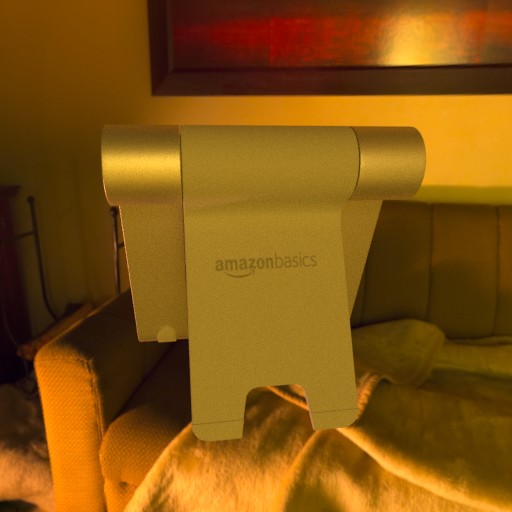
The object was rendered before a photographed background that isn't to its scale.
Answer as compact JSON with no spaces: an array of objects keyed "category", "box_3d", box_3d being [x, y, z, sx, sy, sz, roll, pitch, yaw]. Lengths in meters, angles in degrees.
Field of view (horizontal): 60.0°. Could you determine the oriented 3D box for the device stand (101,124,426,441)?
[{"category":"device stand","box_3d":[0.000,0.000,0.150,0.086,0.084,0.079,-2,14,-9]}]
